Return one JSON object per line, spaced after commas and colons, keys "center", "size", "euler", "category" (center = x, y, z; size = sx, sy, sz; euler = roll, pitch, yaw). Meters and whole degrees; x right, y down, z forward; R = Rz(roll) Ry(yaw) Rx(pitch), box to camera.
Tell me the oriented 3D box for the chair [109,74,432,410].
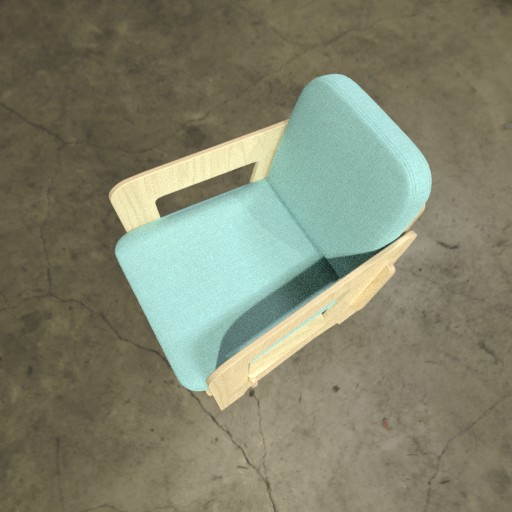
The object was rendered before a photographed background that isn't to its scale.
{"center": [0.000, 0.000, 1.298], "size": [0.710, 0.800, 0.590], "euler": [-28, 67, -13], "category": "chair"}
